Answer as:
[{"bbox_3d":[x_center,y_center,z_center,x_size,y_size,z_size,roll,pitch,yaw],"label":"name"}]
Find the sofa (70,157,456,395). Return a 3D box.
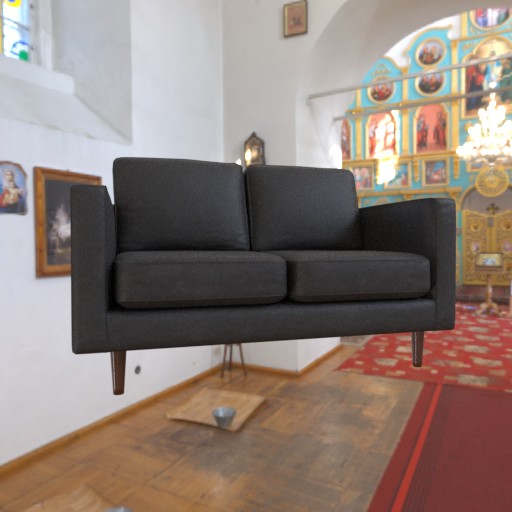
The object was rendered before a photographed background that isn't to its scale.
[{"bbox_3d":[0.000,0.000,1.944,1.430,0.899,0.879,0,1,-17],"label":"sofa"}]
